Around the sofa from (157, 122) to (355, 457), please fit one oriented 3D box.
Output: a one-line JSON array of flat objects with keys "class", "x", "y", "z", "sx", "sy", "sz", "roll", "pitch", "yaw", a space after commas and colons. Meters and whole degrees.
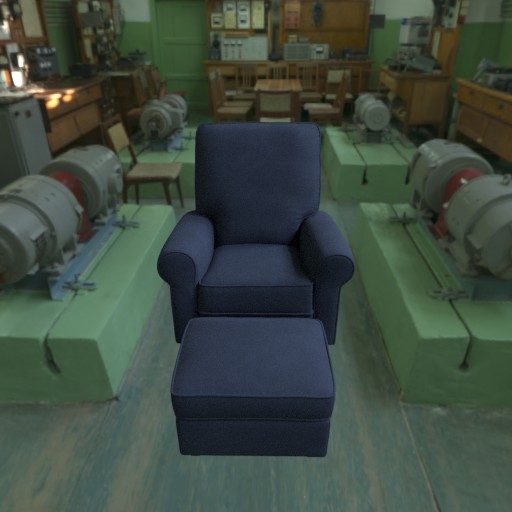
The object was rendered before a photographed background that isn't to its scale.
[{"class": "sofa", "x": 0.000, "y": 0.000, "z": 2.032, "sx": 0.880, "sy": 0.959, "sz": 1.478, "roll": 0, "pitch": 28, "yaw": 1}]
